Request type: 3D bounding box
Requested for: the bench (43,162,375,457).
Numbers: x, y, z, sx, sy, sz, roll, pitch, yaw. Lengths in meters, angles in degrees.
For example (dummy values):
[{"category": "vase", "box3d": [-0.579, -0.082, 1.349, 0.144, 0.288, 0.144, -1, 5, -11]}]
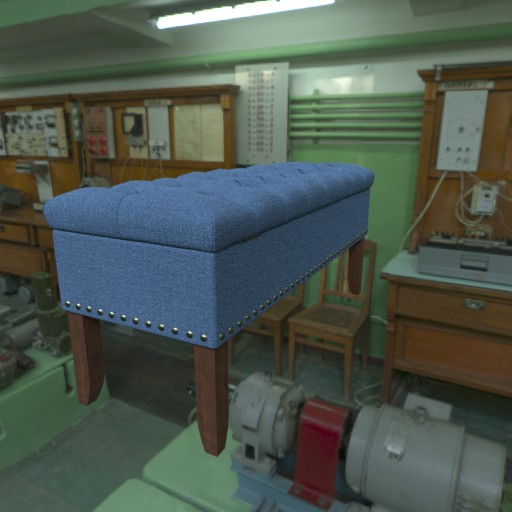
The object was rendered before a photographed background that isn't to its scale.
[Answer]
[{"category": "bench", "box3d": [0.000, 0.000, 1.286, 0.417, 0.492, 1.052, 8, 17, 27]}]
